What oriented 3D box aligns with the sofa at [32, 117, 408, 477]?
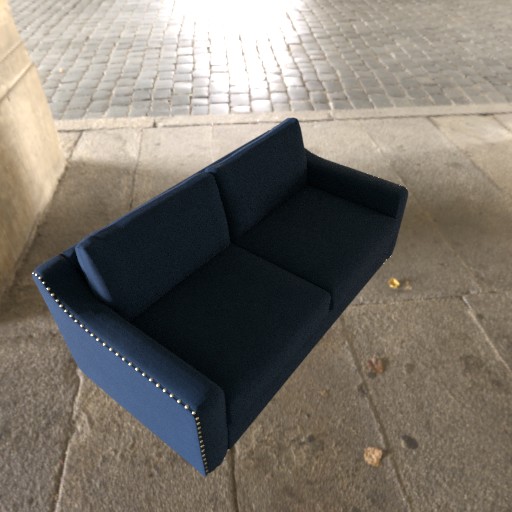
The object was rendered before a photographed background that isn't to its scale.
[{"bbox_3d":[0.000,0.000,2.703,1.104,0.983,2.107,27,47,27],"label":"sofa"}]
